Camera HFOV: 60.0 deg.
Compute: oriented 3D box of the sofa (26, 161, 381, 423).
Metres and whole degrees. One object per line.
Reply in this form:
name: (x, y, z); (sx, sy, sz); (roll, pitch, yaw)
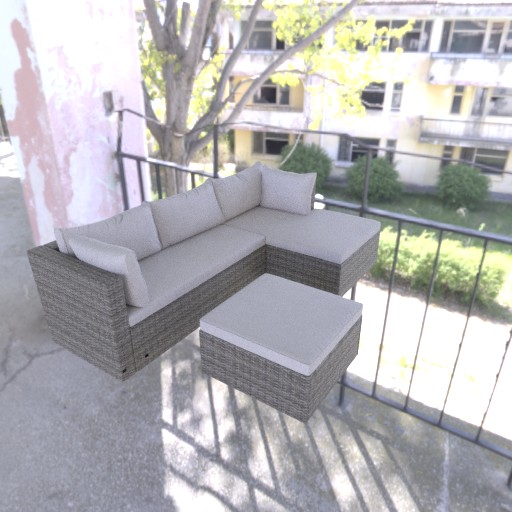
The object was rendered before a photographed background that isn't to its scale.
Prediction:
sofa: (0.000, 0.000, 3.001); (1.662, 0.766, 2.192); (17, 30, 31)
